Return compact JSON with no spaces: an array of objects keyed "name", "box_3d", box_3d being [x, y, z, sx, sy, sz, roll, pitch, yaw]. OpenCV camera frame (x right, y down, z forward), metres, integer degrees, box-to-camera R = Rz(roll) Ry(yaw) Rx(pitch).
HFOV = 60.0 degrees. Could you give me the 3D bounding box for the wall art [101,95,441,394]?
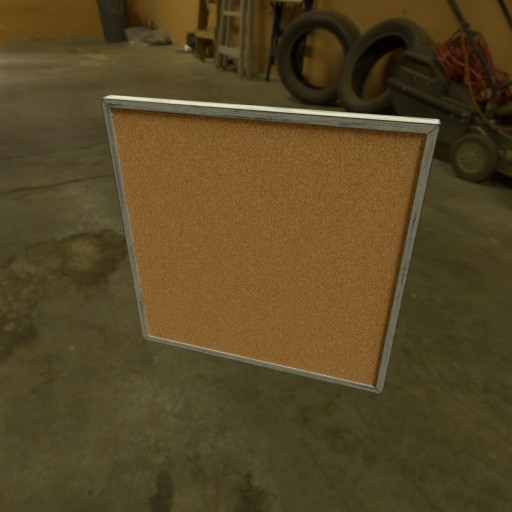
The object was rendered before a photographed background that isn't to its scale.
[{"name":"wall art","box_3d":[0.000,0.000,1.169,0.761,0.761,0.037,9,33,15]}]
